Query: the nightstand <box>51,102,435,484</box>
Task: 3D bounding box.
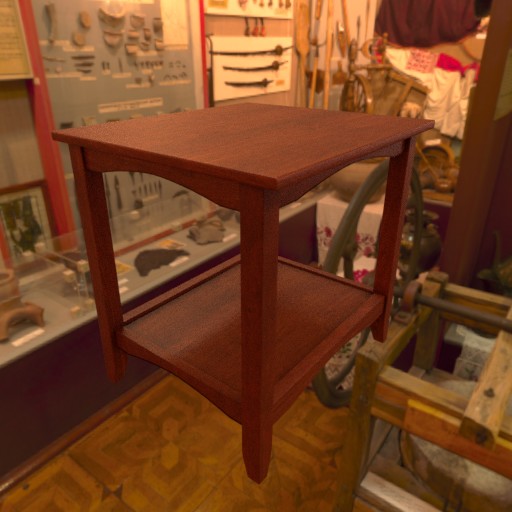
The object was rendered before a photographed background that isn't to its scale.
[{"bbox_3d":[0.000,0.000,0.973,0.501,0.558,0.558,19,31,34],"label":"nightstand"}]
